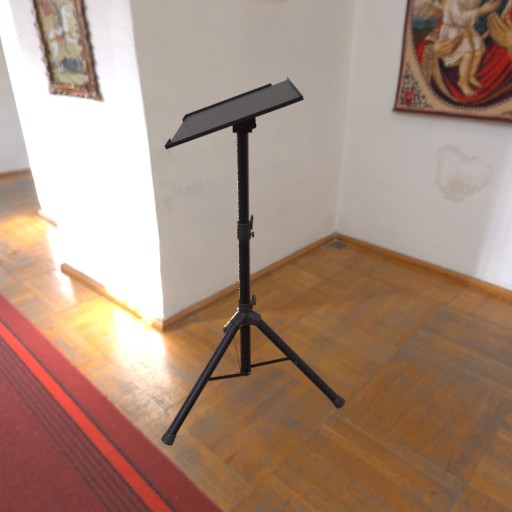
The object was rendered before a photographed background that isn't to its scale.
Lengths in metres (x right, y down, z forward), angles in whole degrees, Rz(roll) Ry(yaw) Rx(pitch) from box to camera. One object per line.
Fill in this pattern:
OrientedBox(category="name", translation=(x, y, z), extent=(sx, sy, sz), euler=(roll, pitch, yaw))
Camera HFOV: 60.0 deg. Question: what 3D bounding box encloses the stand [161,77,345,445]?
OrientedBox(category="stand", translation=(0.000, 0.000, 1.638), extent=(0.702, 1.198, 0.702), euler=(-1, 27, -1))
